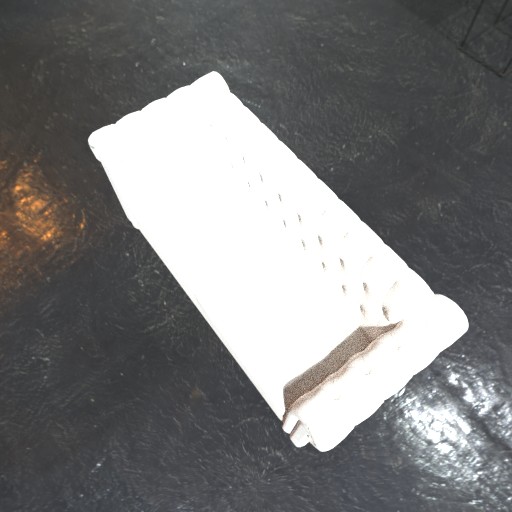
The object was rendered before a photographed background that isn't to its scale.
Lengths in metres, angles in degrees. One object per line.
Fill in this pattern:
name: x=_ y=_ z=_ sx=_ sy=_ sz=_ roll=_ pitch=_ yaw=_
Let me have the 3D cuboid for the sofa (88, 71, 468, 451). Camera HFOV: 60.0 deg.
sofa: x=0.000 y=0.000 z=2.257 sx=0.771 sy=0.796 sz=1.798 roll=-34 pitch=67 yaw=-16
